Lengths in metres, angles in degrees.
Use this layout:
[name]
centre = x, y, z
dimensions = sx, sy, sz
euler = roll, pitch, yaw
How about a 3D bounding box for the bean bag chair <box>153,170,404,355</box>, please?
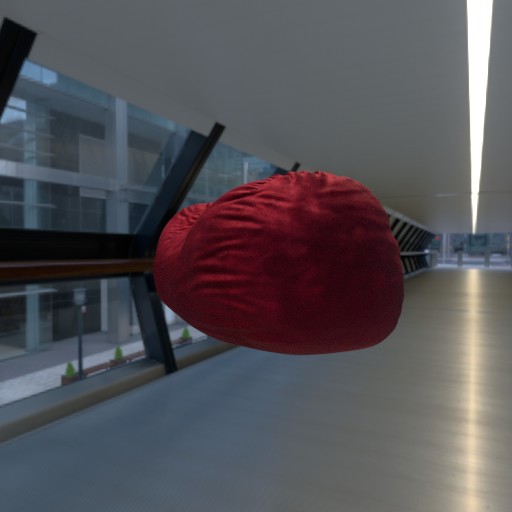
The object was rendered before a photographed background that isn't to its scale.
[bean bag chair]
centre = 0.000, 0.000, 2.902
dimensions = 1.216, 0.867, 2.293
euler = -1, 2, -19
